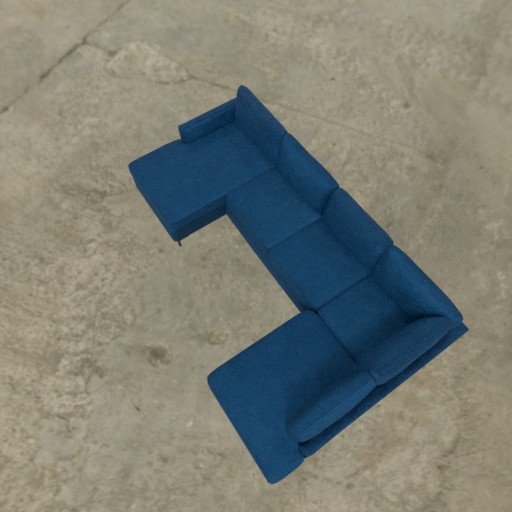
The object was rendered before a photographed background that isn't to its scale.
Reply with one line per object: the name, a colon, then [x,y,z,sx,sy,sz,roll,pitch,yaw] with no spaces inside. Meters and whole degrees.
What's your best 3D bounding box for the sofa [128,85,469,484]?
sofa: [0.000,0.000,4.306,2.055,0.992,3.434,-31,67,-15]
